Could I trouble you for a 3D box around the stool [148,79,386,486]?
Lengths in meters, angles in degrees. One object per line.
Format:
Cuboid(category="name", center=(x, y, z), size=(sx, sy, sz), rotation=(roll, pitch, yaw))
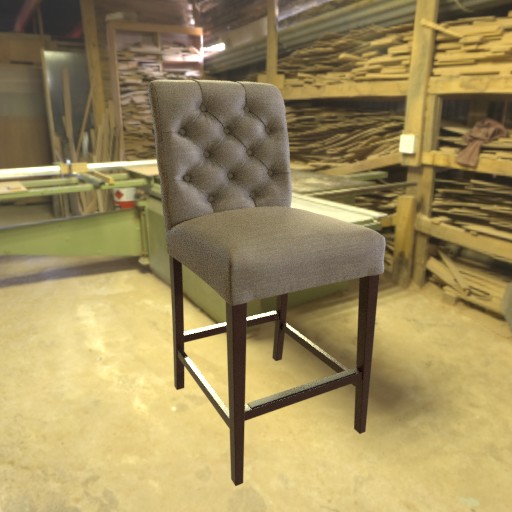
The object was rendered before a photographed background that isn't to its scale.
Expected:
Cuboid(category="stool", center=(0.000, 0.000, 1.421), size=(0.486, 1.084, 0.660), rotation=(-9, 20, -27))
